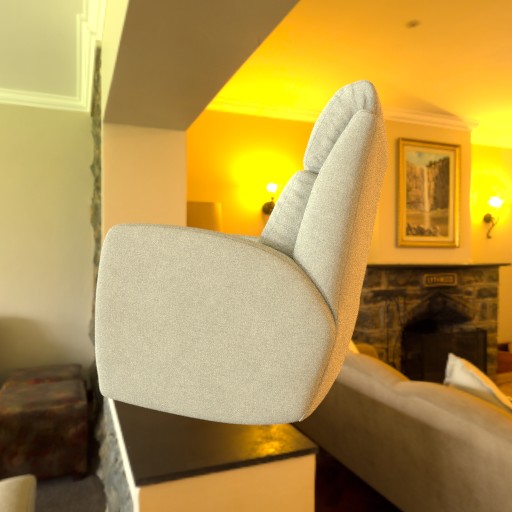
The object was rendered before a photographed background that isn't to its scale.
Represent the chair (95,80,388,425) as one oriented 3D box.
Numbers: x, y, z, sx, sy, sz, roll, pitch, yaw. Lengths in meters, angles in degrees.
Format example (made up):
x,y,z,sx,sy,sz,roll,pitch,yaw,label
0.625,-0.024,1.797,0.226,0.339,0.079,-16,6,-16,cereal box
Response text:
x,y,z,sx,sy,sz,roll,pitch,yaw,label
0.000,0.000,1.661,0.941,1.015,0.812,0,0,19,chair
